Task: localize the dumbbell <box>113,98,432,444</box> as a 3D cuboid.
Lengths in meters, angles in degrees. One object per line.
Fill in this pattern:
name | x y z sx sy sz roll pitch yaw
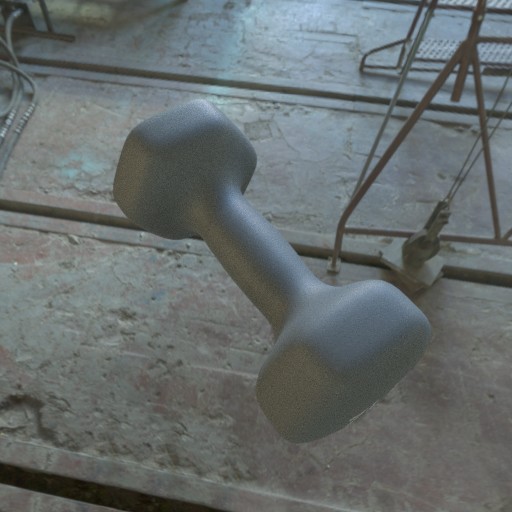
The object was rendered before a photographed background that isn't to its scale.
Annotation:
dumbbell | 0.000 0.000 0.234 0.090 0.081 0.184 -31 63 -18
